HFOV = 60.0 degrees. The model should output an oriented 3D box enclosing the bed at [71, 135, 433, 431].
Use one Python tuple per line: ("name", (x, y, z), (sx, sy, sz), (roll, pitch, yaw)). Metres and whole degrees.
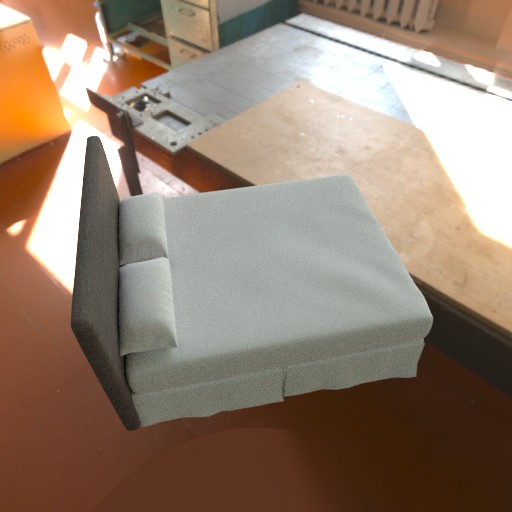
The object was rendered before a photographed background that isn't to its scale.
("bed", (0.000, 0.000, 3.215), (2.142, 1.330, 1.723), (-9, 48, -8))
